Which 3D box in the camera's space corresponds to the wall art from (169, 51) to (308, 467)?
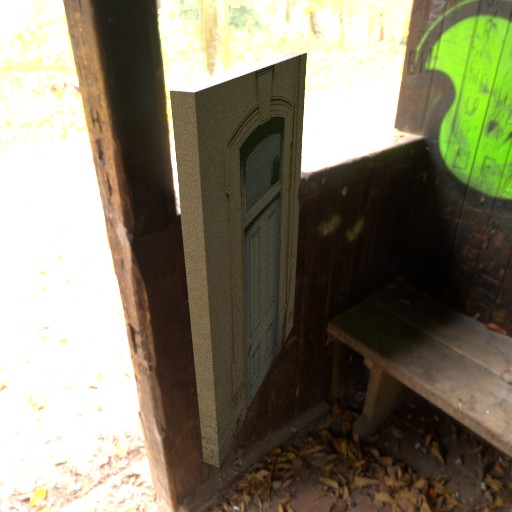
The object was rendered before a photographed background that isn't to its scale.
[{"bbox_3d":[0.000,0.000,0.964,0.038,0.764,0.508,12,32,19],"label":"wall art"}]
